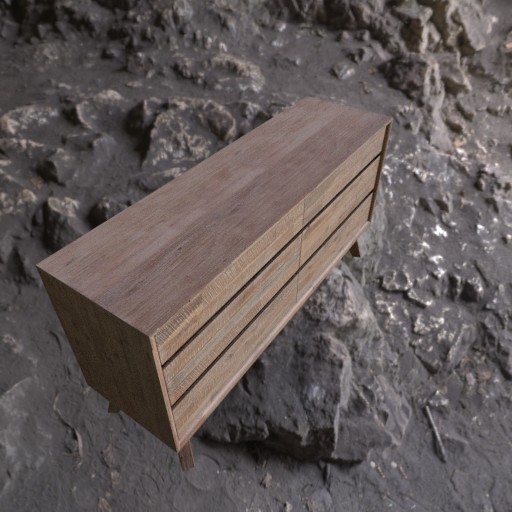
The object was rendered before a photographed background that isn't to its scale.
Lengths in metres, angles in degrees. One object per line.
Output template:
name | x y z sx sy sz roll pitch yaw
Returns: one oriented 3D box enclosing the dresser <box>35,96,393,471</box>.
dresser | 0.000 0.000 1.913 0.455 0.805 1.554 24 46 26
